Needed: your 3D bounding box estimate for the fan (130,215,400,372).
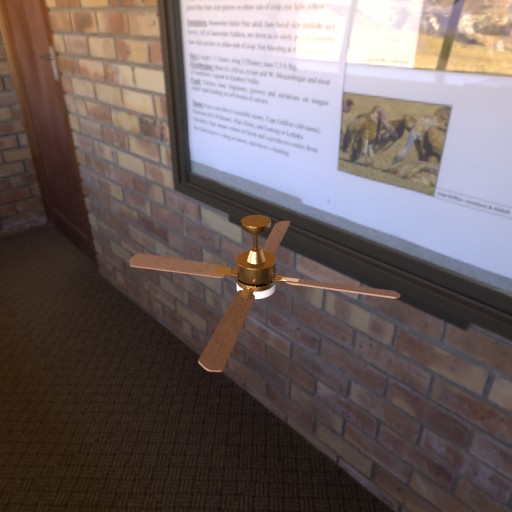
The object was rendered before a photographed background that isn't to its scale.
[{"bbox_3d":[0.000,0.000,2.059,1.320,0.355,1.320,7,29,13],"label":"fan"}]
